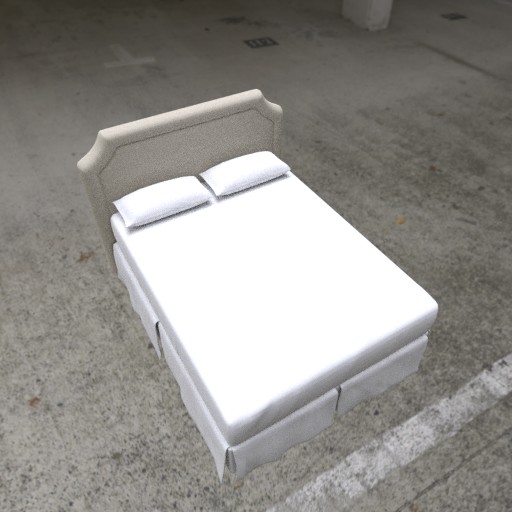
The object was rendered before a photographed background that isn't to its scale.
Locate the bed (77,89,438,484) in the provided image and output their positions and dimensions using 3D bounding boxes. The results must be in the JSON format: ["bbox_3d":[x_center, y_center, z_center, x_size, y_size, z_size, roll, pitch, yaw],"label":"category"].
[{"bbox_3d":[0.000,0.000,3.077,1.693,1.290,2.116,-23,50,-21],"label":"bed"}]
